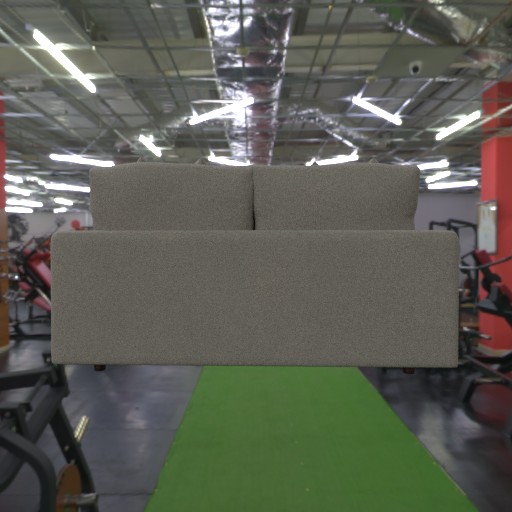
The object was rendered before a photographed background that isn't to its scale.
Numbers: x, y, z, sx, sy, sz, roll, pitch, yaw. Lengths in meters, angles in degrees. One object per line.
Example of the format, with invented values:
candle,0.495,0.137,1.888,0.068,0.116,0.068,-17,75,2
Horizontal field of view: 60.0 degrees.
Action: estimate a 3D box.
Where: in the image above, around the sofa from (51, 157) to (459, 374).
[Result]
sofa,0.000,0.000,2.596,1.869,1.080,1.228,0,1,2
